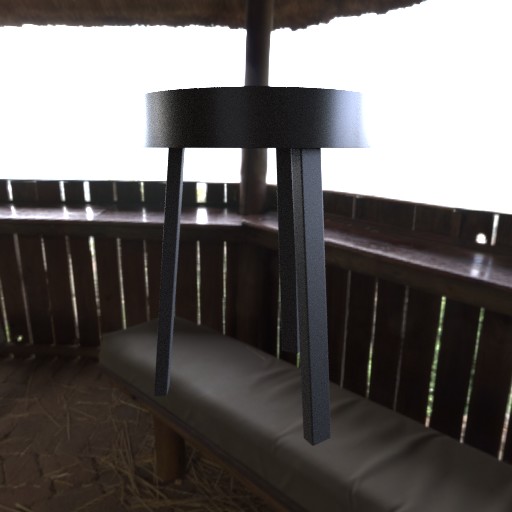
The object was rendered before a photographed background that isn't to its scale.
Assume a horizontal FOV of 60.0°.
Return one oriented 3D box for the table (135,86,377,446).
[{"bbox_3d":[0.000,0.000,0.841,0.406,0.559,0.406,0,14,0],"label":"table"}]
